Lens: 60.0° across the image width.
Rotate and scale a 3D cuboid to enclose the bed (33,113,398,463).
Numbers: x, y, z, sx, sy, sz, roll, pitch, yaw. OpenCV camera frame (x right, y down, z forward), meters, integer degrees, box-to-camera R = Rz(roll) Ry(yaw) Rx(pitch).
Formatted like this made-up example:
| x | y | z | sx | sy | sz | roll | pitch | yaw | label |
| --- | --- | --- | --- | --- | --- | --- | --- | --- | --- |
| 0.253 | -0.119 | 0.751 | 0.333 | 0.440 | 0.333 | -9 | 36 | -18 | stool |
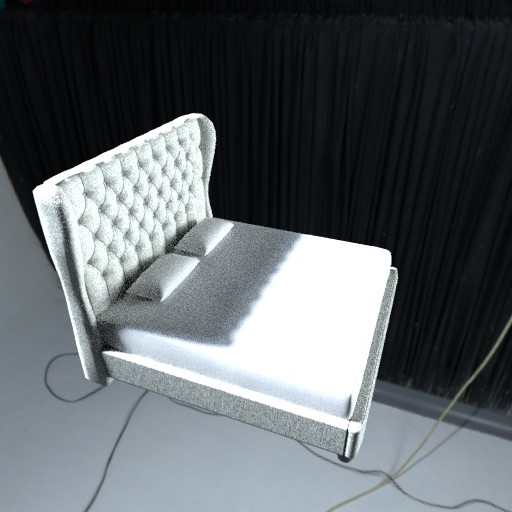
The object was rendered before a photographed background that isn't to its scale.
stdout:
| x | y | z | sx | sy | sz | roll | pitch | yaw | label |
| --- | --- | --- | --- | --- | --- | --- | --- | --- | --- |
| 0.000 | 0.000 | 3.841 | 2.347 | 1.771 | 2.219 | 12 | 33 | 18 | bed |
